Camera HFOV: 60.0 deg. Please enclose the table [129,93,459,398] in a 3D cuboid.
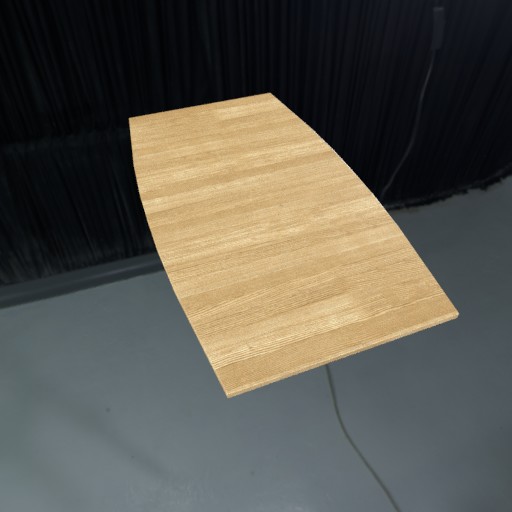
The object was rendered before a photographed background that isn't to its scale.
[{"bbox_3d":[0.000,0.000,2.096,0.900,0.748,1.598,-15,48,-14],"label":"table"}]
